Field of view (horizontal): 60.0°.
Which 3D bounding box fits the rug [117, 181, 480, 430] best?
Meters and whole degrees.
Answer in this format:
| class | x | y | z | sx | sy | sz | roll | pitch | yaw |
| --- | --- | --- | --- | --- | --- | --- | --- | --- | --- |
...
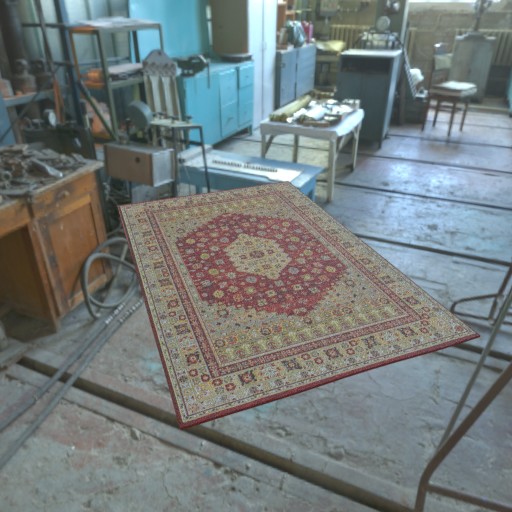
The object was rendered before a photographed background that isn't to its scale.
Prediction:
| class | x | y | z | sx | sy | sz | roll | pitch | yaw |
| --- | --- | --- | --- | --- | --- | --- | --- | --- | --- |
| rug | 0.000 | 0.000 | 2.271 | 1.194 | 0.013 | 1.802 | -11 | 32 | -18 |
